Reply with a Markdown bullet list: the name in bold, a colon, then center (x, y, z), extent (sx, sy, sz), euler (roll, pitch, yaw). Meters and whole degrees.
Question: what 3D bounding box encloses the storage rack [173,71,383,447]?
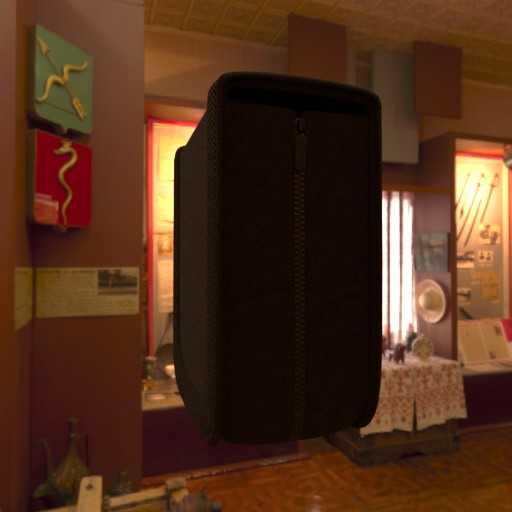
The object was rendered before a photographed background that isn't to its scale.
- **storage rack**: center (0.000, 0.000, 0.541), extent (0.168, 0.387, 0.297), euler (0, -1, -18)
